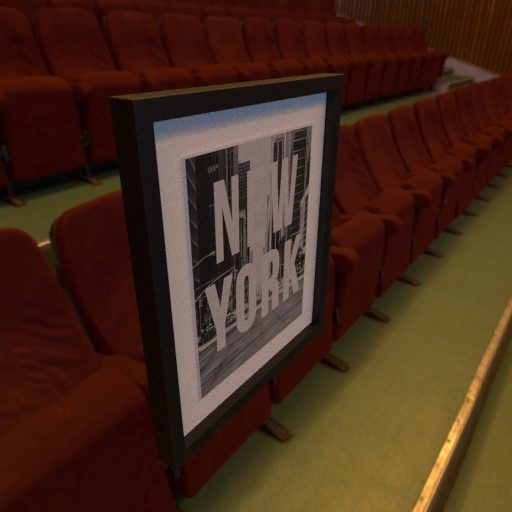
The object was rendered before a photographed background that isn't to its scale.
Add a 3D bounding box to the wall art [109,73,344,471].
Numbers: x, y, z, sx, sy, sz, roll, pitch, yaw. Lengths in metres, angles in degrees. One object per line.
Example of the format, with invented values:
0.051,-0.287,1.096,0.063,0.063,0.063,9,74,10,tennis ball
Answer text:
0.000,0.000,0.520,0.028,0.381,0.328,18,31,32,wall art
